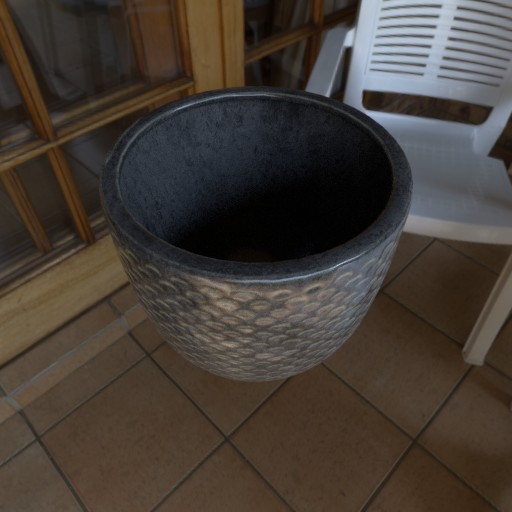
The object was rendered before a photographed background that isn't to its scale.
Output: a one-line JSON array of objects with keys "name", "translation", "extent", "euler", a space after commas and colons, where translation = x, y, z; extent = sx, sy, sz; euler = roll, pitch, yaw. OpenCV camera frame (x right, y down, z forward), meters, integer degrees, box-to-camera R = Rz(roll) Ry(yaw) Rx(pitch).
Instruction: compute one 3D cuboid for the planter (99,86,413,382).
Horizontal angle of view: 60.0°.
[{"name": "planter", "translation": [0.000, 0.000, 0.304], "extent": [0.172, 0.160, 0.172], "euler": [0, 48, 0]}]
